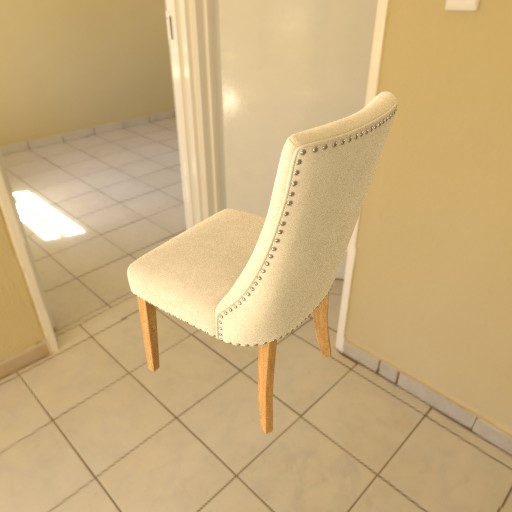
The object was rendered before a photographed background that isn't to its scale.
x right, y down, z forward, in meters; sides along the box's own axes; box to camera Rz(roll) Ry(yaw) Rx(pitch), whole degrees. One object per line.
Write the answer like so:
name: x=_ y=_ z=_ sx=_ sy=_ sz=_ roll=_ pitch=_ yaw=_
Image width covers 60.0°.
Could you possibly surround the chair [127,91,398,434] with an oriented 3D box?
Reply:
chair: x=0.000 y=0.000 z=1.289 sx=0.610 sy=0.902 sz=0.495 roll=21 pitch=37 yaw=29
